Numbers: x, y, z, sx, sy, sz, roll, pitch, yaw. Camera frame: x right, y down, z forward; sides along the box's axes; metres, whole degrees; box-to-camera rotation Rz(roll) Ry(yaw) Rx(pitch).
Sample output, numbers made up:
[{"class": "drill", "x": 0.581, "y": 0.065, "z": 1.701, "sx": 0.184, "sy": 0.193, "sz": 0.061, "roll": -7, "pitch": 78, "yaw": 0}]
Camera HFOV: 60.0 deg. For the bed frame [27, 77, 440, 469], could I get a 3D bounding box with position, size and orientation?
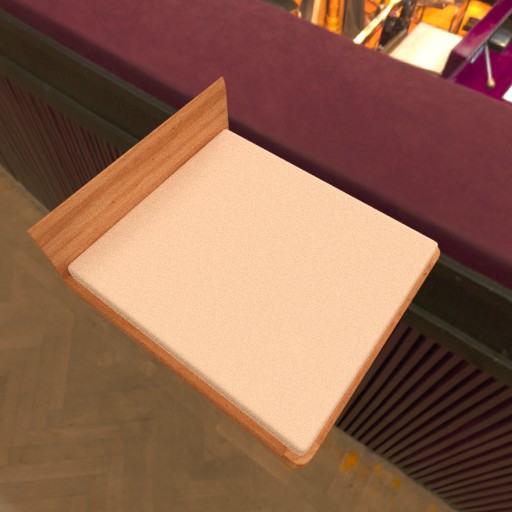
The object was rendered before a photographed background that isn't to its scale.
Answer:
[{"class": "bed frame", "x": 0.000, "y": 0.000, "z": 3.158, "sx": 2.092, "sy": 0.940, "sz": 1.872, "roll": 33, "pitch": 63, "yaw": 19}]
